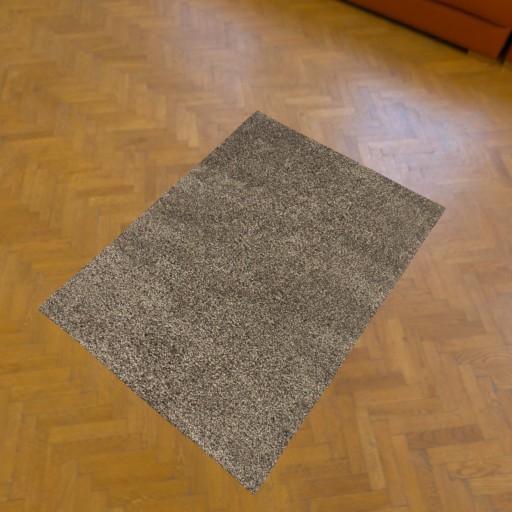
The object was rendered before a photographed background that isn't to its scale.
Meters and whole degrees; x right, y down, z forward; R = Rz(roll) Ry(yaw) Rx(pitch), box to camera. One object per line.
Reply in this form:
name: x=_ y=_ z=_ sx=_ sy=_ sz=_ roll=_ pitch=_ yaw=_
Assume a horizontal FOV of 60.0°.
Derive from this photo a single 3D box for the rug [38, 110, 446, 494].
rug: x=0.000 y=0.000 z=2.096 sx=1.198 sy=0.025 sz=1.601 roll=33 pitch=64 yaw=18
